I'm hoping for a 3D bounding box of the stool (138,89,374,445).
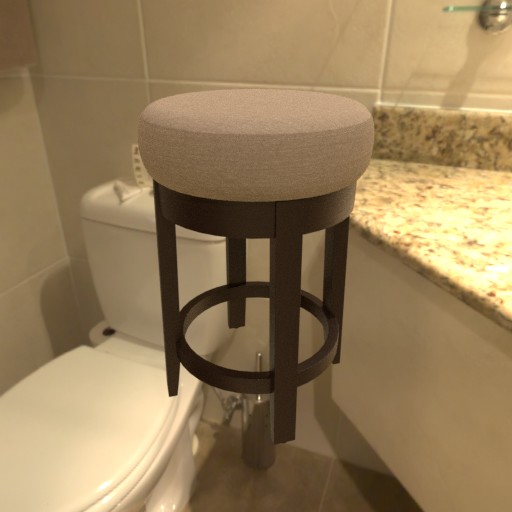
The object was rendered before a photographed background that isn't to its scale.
[{"bbox_3d":[0.000,0.000,0.972,0.443,0.672,0.443,0,27,0],"label":"stool"}]
